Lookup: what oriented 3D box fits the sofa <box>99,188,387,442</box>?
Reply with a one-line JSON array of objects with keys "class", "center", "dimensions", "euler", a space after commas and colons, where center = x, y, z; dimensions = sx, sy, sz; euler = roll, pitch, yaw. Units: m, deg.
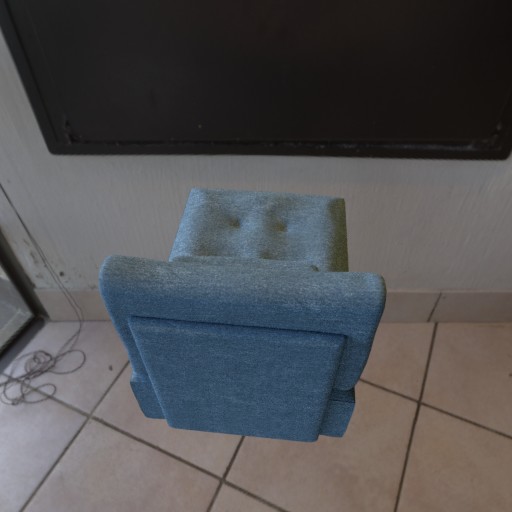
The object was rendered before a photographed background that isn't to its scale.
[{"class": "sofa", "center": [0.000, 0.000, 1.575], "dimensions": [0.700, 0.820, 1.000], "euler": [4, 47, 4]}]
